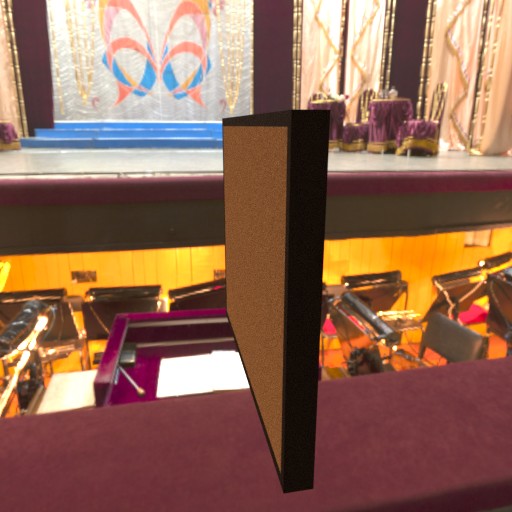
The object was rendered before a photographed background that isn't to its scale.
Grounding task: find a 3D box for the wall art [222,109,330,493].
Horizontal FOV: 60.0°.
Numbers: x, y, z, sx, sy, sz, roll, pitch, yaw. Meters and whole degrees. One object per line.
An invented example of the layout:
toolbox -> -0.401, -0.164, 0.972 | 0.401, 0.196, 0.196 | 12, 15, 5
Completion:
wall art -> 0.000, 0.000, 0.538 | 0.028, 0.325, 0.397 | -3, 17, -11
